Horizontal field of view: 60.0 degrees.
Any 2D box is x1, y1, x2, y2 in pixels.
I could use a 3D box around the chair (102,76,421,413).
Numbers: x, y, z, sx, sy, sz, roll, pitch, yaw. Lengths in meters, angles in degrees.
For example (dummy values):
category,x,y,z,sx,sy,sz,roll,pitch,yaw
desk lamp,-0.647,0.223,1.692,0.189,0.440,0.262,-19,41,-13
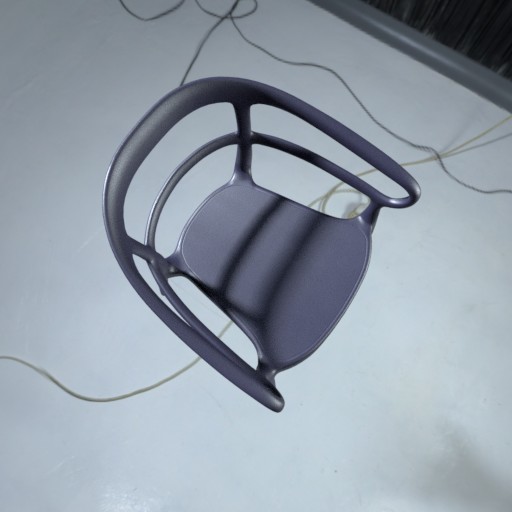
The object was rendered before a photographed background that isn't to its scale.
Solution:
category,x,y,z,sx,sy,sz,roll,pitch,yaw
chair,0.000,0.000,1.135,0.527,0.761,0.559,34,77,9
